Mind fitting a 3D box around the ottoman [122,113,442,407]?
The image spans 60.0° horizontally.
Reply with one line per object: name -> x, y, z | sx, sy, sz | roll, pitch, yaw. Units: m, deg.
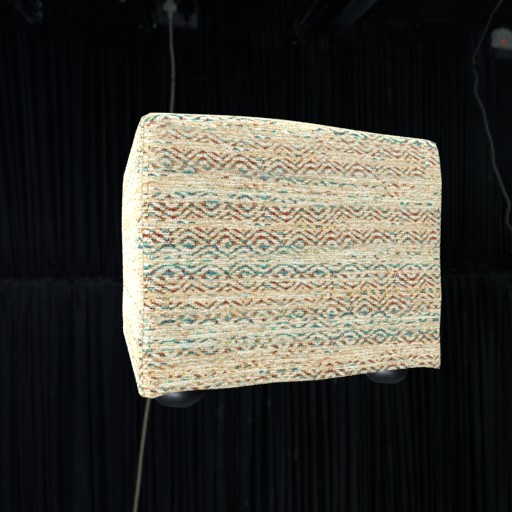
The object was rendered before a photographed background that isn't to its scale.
ottoman -> 0.000, 0.000, 0.915 | 0.512, 0.453, 0.521 | 0, 1, -19
